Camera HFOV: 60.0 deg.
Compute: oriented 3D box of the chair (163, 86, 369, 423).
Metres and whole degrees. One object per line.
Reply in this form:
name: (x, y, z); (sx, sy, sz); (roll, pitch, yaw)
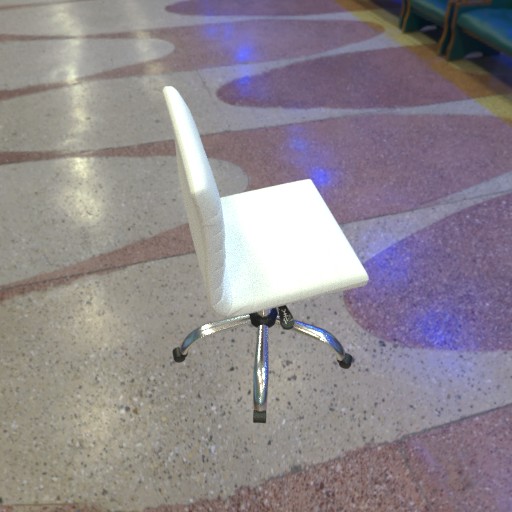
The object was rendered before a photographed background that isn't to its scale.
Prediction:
chair: (0.000, 0.000, 1.146); (0.530, 0.780, 0.556); (-11, 47, -11)
